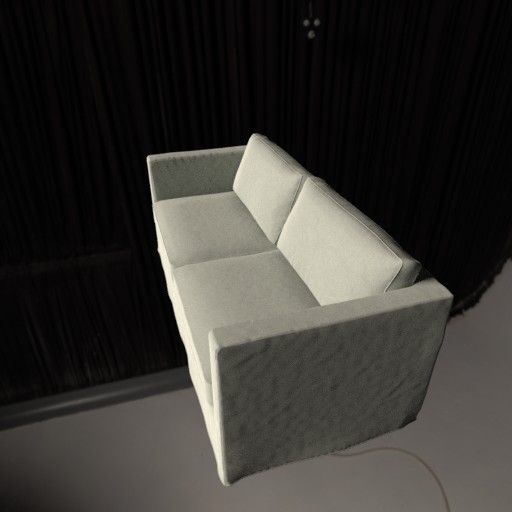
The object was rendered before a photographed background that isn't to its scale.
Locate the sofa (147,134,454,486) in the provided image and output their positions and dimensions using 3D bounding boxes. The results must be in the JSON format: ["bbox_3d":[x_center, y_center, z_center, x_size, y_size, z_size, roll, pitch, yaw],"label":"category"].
[{"bbox_3d":[0.000,0.000,2.458,0.940,0.870,1.987,-10,33,-15],"label":"sofa"}]
